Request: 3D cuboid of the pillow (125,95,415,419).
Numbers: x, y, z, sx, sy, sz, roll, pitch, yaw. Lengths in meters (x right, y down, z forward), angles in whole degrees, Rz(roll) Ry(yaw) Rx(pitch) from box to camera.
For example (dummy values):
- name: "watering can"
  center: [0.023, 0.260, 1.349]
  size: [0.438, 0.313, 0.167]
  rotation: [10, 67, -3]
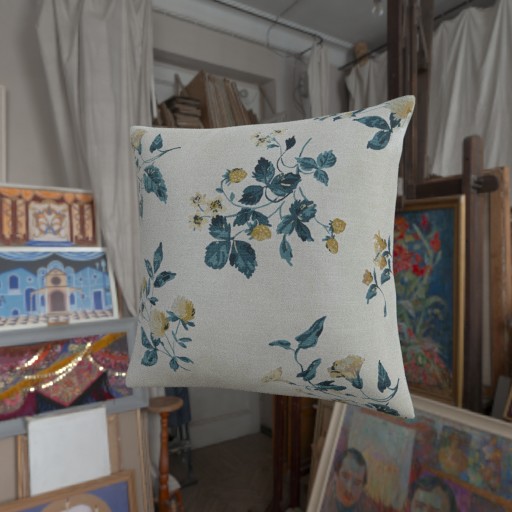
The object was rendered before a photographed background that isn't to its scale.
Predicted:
- name: "pillow"
  center: [0.000, 0.000, 0.778]
  size: [0.526, 0.507, 0.166]
  rotation: [0, 0, 19]
